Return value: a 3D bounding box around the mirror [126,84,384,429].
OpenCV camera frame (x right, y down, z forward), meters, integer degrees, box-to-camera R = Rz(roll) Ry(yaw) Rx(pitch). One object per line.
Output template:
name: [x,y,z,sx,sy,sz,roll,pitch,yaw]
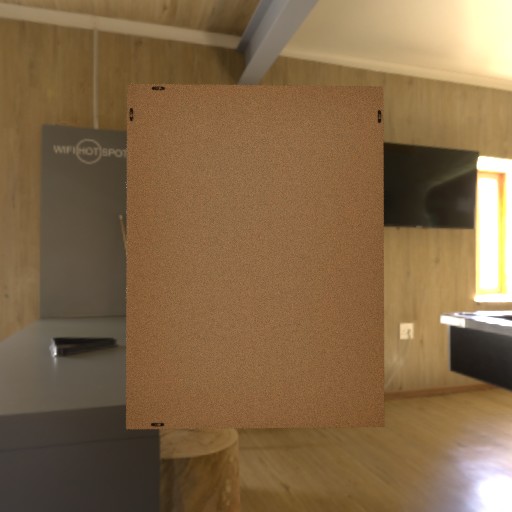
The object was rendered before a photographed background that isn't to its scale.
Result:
mirror: [0.000,0.000,1.328,0.762,1.016,0.041,0,-1,-1]
